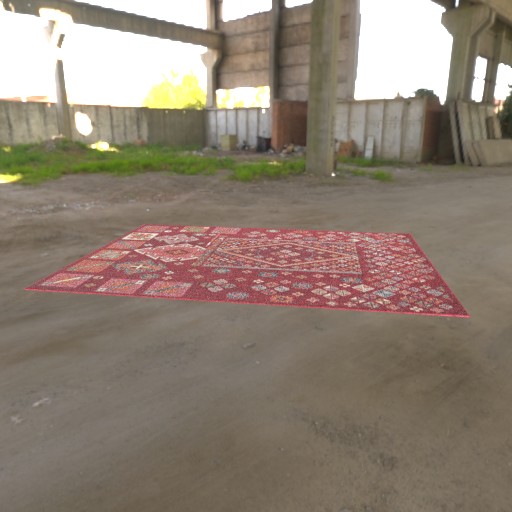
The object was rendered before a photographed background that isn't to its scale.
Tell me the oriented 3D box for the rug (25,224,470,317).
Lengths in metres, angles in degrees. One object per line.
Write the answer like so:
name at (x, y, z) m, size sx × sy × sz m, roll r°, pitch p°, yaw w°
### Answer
rug at (0.000, 0.000, 4.357) m, size 3.306 × 0.011 × 2.389 m, roll 3°, pitch 17°, yaw 9°
